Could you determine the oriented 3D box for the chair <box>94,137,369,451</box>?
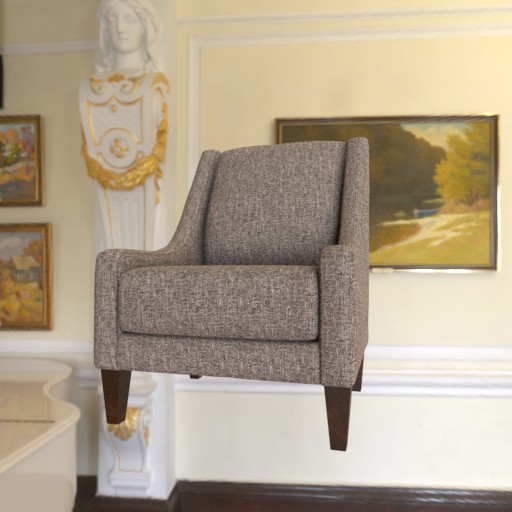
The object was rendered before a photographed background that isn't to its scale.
[{"bbox_3d":[0.000,0.000,1.592,0.774,1.014,0.870,-1,-2,17],"label":"chair"}]
